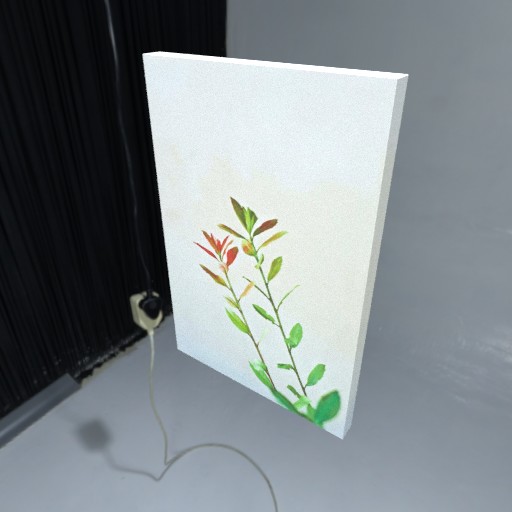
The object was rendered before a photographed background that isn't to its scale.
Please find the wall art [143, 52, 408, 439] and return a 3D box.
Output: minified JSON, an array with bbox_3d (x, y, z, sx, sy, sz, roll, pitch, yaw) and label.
[{"bbox_3d":[0.000,0.000,0.758,0.408,0.611,0.038,20,36,30],"label":"wall art"}]
